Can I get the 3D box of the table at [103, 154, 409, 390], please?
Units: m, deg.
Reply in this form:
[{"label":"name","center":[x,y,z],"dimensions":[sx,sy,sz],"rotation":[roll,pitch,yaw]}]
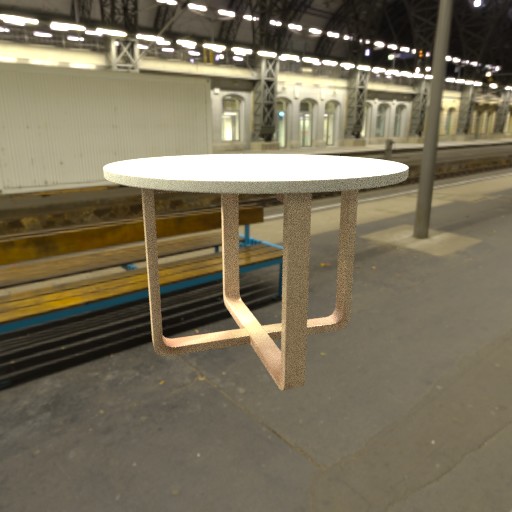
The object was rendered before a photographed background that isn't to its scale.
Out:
[{"label":"table","center":[0.000,0.000,0.973],"dimensions":[0.600,0.400,0.600],"rotation":[0,16,0]}]
